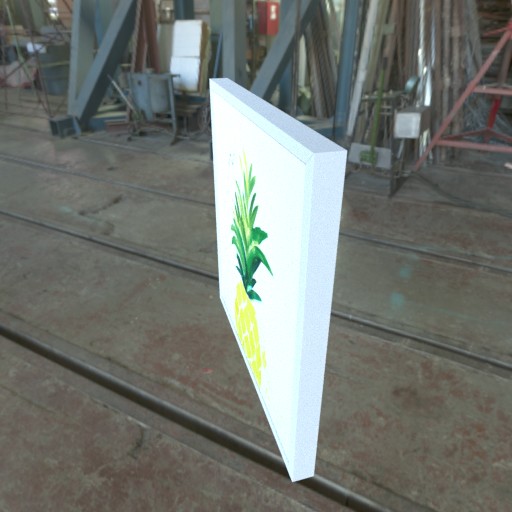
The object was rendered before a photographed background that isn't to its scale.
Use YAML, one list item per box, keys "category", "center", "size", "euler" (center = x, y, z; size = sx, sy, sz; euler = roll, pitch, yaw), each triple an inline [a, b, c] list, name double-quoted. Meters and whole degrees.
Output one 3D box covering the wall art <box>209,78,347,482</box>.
- category: "wall art"
  center: [0.000, 0.000, 0.764]
  size: [0.035, 0.507, 0.508]
  euler: [-8, 31, -14]
